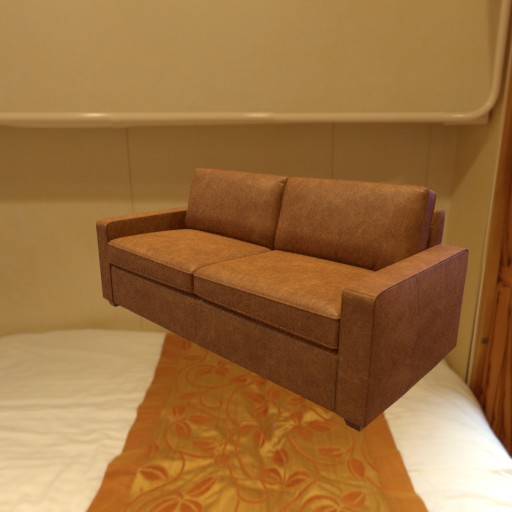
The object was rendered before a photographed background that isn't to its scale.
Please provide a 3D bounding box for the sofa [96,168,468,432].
[{"bbox_3d":[0.000,0.000,2.665,2.156,0.928,0.991,14,21,42],"label":"sofa"}]
